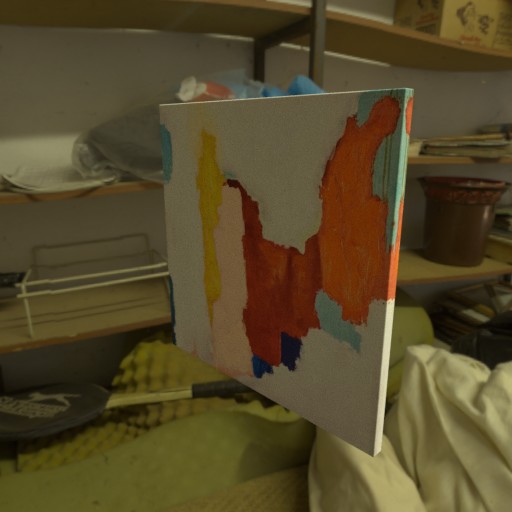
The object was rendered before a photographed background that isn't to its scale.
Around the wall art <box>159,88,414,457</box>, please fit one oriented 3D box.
[{"bbox_3d":[0.000,0.000,1.519,1.017,1.017,0.044,15,22,43],"label":"wall art"}]
